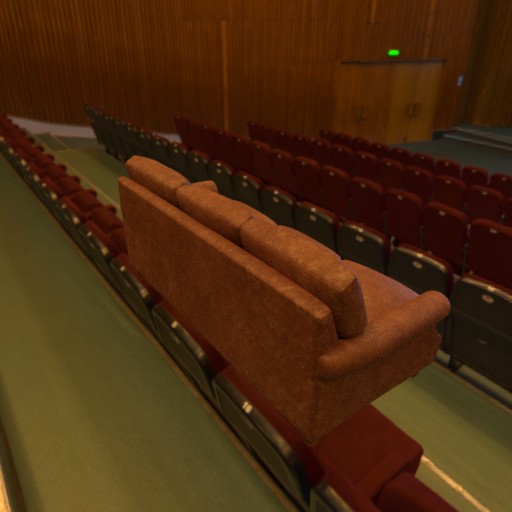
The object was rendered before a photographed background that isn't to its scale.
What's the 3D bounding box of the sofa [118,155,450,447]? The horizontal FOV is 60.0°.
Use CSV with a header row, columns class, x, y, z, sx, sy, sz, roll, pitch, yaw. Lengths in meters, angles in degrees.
class,x,y,z,sx,sy,sz,roll,pitch,yaw
sofa,0.000,0.000,2.887,0.973,0.977,2.351,-19,33,-32
